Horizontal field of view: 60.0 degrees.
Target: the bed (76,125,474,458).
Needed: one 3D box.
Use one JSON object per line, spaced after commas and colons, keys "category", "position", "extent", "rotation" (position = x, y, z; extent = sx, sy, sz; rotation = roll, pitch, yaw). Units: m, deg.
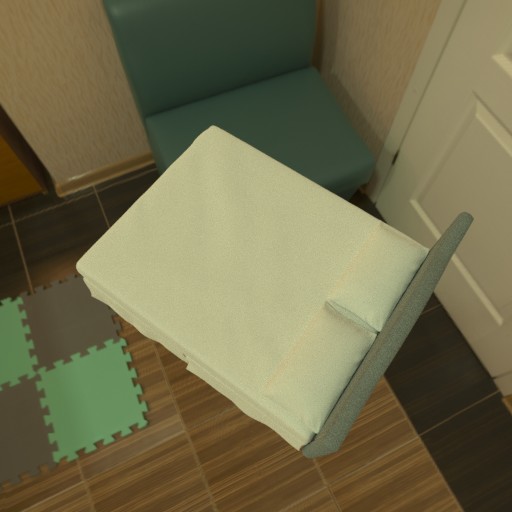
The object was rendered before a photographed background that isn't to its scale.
{"category": "bed", "position": [0.000, 0.000, 3.941], "extent": [2.689, 1.457, 2.161], "rotation": [33, 69, 14]}
